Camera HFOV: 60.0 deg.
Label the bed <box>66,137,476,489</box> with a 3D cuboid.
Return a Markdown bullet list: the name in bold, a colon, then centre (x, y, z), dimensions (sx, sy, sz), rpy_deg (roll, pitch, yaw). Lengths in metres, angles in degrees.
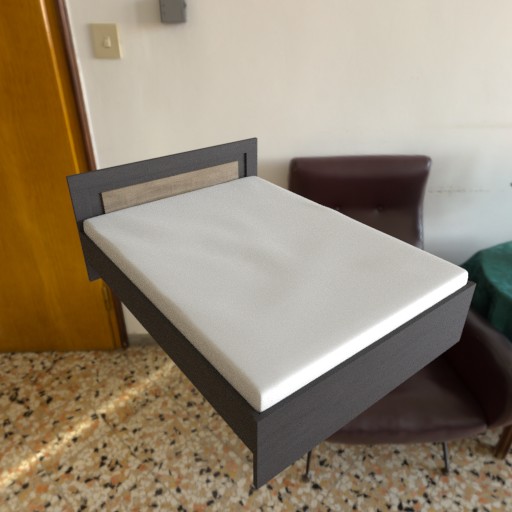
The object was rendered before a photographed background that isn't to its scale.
- **bed**: centre (0.000, 0.000, 2.834), dimensions (1.585, 0.823, 2.073), rpy_deg (-21, 36, -32)
